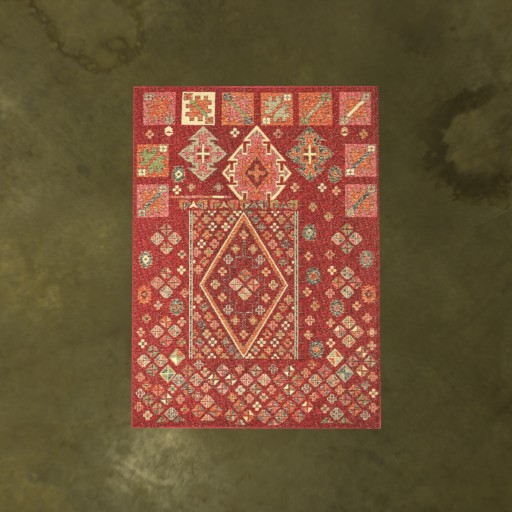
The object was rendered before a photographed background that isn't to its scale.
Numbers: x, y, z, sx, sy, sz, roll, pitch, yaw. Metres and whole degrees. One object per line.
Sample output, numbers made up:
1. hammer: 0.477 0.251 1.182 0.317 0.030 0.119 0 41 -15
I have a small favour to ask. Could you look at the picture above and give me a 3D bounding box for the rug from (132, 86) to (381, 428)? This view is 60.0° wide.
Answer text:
1. rug: 0.000 0.000 2.831 1.579 0.007 2.184 0 89 0
